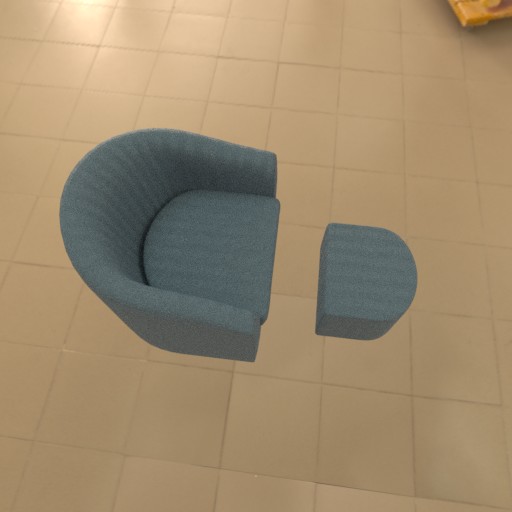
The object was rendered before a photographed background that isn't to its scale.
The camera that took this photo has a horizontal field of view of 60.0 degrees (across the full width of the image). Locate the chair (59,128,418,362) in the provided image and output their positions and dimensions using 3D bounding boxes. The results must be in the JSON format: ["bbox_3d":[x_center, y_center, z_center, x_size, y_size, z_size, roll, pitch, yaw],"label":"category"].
[{"bbox_3d":[0.000,0.000,1.762,1.288,0.757,0.756,6,64,3],"label":"chair"}]
